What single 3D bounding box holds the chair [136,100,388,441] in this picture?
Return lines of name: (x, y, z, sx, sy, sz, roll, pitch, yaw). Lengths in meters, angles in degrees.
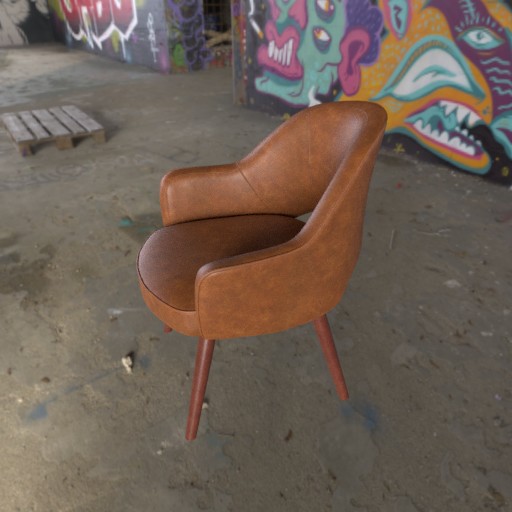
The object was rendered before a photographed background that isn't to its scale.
chair: (0.000, 0.000, 1.227, 0.640, 0.777, 0.591, -9, 32, -15)
